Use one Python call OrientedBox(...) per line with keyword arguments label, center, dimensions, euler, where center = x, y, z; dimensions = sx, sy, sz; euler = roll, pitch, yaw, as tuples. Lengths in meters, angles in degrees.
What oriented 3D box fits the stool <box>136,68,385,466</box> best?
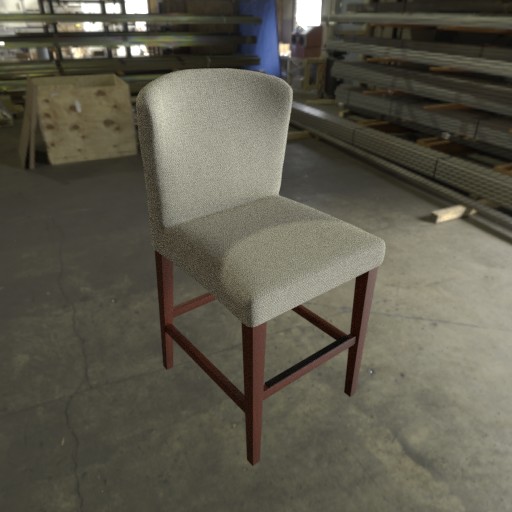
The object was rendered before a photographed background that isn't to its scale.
OrientedBox(label="stool", center=(0.000, 0.000, 1.294), dimensions=(0.481, 0.969, 0.568), euler=(-21, 35, -33))
